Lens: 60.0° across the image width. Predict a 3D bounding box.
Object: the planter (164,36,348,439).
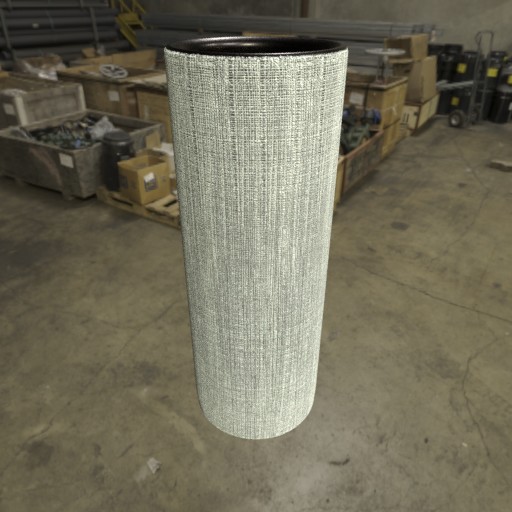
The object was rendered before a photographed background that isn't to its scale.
[{"bbox_3d":[0.000,0.000,0.311,0.100,0.270,0.100,18,35,28],"label":"planter"}]
